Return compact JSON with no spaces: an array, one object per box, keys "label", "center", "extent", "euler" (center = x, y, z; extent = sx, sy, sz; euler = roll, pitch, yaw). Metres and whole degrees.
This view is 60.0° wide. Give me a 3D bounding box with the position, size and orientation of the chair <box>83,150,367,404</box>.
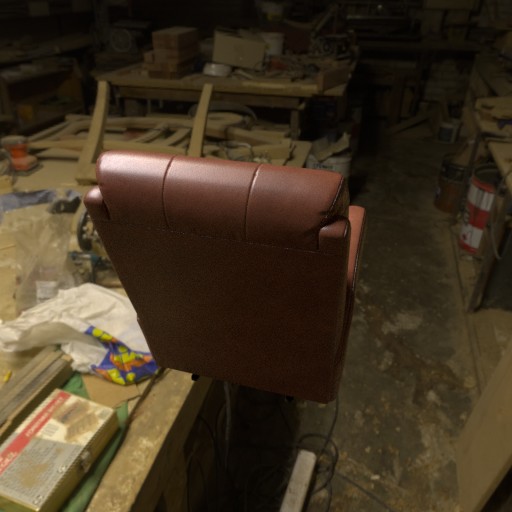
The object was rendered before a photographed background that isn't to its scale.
[{"label":"chair","center":[0.000,0.000,1.702],"extent":[0.787,1.016,0.939],"euler":[9,33,14]}]
